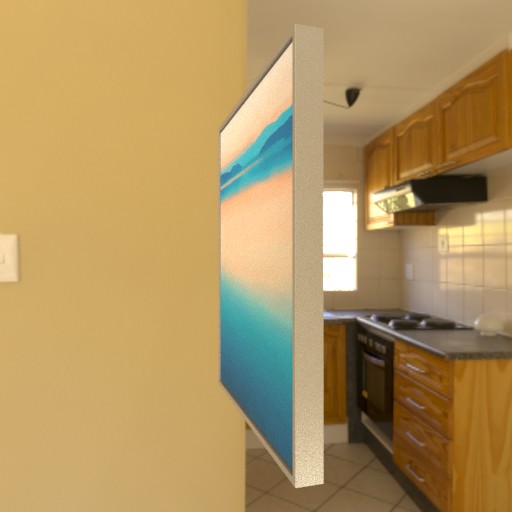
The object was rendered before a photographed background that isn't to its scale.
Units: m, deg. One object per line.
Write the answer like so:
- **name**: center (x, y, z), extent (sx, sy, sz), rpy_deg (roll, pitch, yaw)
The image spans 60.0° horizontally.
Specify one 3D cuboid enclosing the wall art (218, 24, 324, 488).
- **wall art**: center (0.000, 0.000, 0.751), extent (0.037, 0.554, 0.453), rpy_deg (0, 0, -17)
